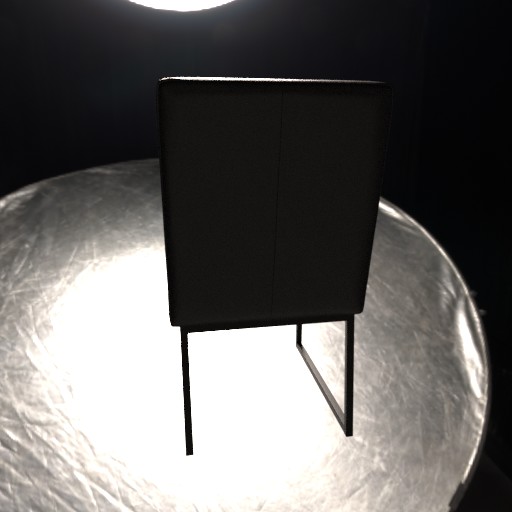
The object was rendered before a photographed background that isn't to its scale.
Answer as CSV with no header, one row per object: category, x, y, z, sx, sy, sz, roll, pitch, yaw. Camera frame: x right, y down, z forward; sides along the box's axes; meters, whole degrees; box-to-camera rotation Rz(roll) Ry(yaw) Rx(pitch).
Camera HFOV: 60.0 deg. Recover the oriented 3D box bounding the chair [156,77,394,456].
chair,0.000,0.000,1.320,0.520,0.930,0.634,-3,16,-10
